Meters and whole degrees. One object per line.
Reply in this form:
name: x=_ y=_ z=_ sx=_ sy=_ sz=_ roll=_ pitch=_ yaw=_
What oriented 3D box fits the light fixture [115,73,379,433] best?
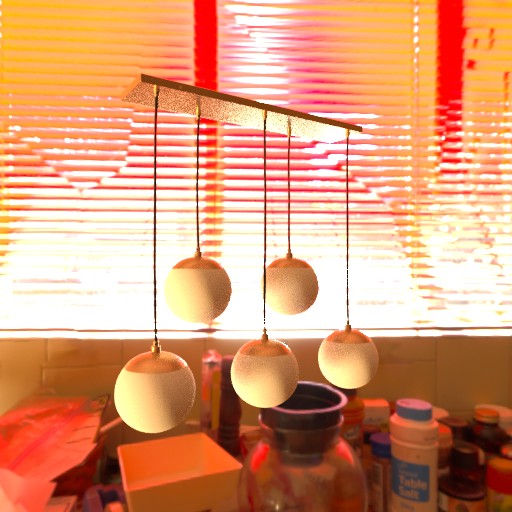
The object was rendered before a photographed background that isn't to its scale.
light fixture: x=0.000 y=0.000 z=1.333 sx=0.863 sy=0.869 sz=0.299 roll=0 pitch=-1 yaw=-34
